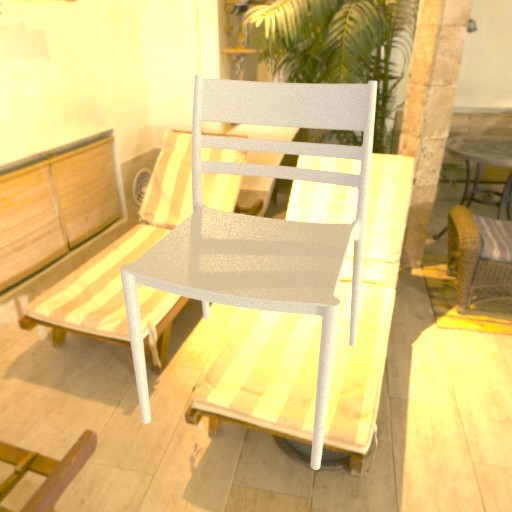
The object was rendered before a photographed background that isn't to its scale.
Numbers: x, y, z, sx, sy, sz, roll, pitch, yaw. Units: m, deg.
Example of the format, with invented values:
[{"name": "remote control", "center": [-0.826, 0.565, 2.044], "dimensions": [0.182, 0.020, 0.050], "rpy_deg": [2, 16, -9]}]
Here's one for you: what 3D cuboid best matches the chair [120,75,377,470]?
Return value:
[{"name": "chair", "center": [0.000, 0.000, 1.118], "dimensions": [0.531, 0.800, 0.511], "rpy_deg": [8, 29, 15]}]
